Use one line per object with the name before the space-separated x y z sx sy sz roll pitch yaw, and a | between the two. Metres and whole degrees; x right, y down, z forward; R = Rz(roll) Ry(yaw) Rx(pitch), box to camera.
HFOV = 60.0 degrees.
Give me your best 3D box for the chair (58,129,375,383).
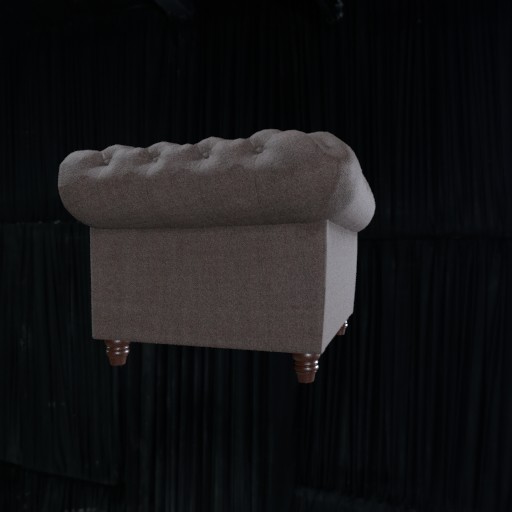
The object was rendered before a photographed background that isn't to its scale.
chair | 0.000 0.000 1.882 0.945 0.780 1.298 0 1 18
